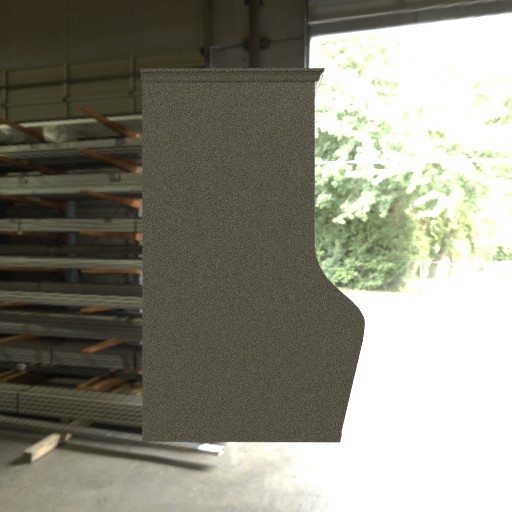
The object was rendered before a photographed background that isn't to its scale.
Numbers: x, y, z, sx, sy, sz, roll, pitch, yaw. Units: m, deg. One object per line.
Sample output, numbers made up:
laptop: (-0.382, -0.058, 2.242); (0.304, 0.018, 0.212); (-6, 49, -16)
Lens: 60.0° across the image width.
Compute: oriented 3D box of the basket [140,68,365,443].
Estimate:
basket: (0.000, 0.000, 1.131); (0.376, 0.625, 0.792); (0, 0, 1)
